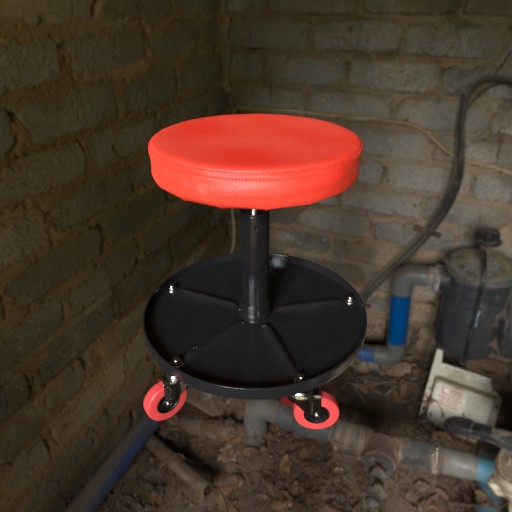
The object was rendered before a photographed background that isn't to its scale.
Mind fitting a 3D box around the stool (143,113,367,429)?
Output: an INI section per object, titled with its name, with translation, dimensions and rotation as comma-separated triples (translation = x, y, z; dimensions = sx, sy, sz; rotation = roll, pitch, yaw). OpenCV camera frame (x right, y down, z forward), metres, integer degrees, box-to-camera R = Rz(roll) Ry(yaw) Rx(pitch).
[stool]
translation = 0.000, 0.000, 0.666
dimensions = 0.381, 0.365, 0.382
rotation = -8, 31, -14
